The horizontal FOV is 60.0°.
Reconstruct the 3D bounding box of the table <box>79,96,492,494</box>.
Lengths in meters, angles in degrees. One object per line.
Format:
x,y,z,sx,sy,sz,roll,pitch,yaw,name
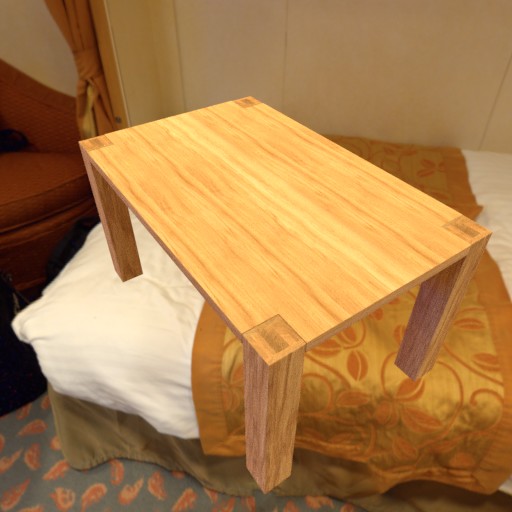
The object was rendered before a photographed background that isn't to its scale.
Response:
0.000,0.000,1.923,0.900,0.760,1.400,-24,47,-26,table
